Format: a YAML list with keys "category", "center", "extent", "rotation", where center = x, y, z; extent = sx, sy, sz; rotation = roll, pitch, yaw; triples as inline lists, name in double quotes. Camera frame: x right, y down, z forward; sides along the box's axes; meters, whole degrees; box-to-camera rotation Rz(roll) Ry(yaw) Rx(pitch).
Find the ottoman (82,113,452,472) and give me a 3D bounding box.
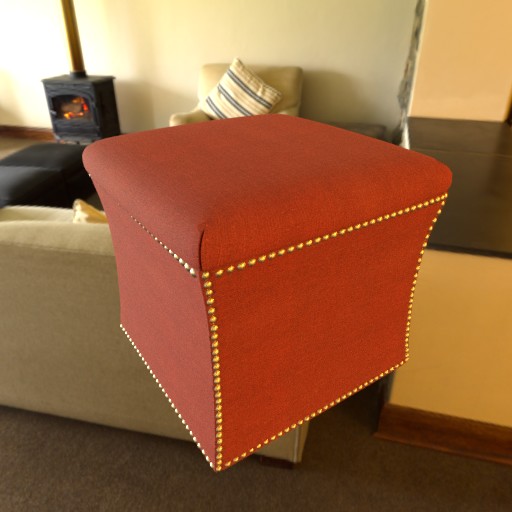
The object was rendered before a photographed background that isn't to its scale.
- category: "ottoman"
  center: [0.000, 0.000, 0.893]
  extent: [0.507, 0.475, 0.497]
  rotation: [-18, 34, -29]
